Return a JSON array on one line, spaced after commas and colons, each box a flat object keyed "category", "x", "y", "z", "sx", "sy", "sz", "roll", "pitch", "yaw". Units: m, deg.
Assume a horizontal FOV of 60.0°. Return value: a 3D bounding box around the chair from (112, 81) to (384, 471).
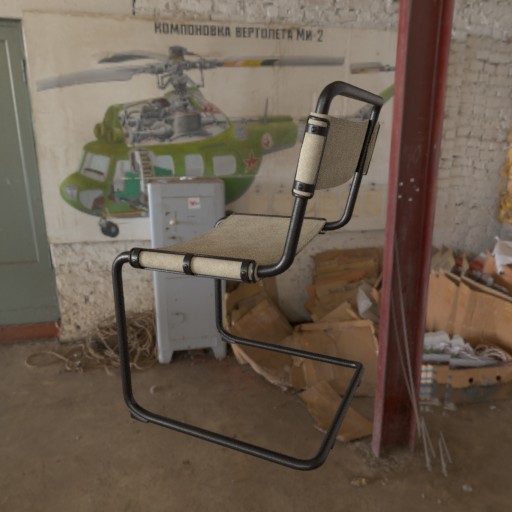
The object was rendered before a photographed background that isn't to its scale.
[{"category": "chair", "x": 0.000, "y": 0.000, "z": 1.084, "sx": 0.497, "sy": 0.747, "sz": 0.499, "roll": 7, "pitch": 17, "yaw": 24}]
